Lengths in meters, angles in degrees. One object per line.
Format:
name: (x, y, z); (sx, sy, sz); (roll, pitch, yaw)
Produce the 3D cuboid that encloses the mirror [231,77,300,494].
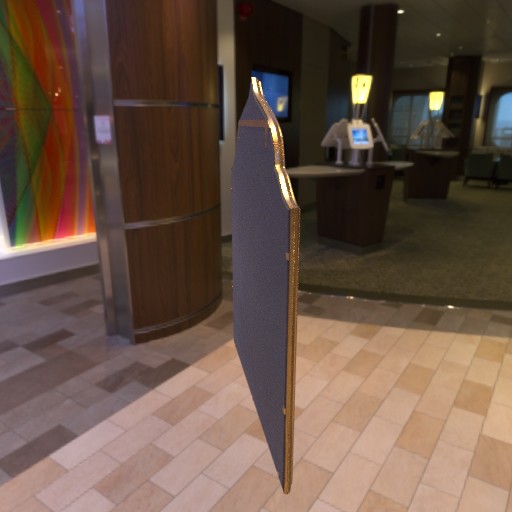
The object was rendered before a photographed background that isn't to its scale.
mirror: (0.000, 0.000, 0.848); (0.018, 0.635, 0.513); (-3, 17, -11)
